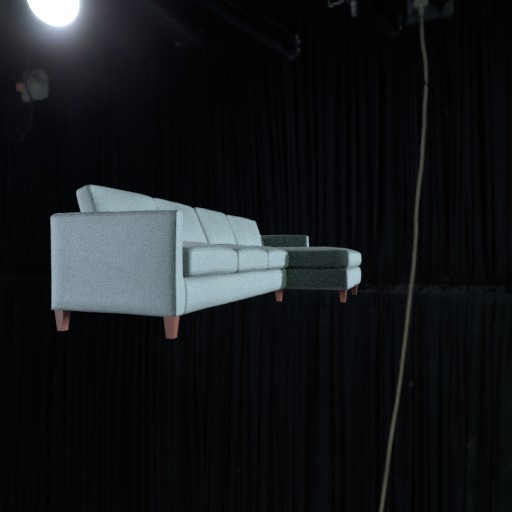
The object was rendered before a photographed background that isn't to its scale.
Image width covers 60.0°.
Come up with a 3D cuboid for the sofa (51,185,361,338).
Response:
[{"bbox_3d":[0.000,0.000,4.162,1.604,0.950,3.471,0,0,19],"label":"sofa"}]
